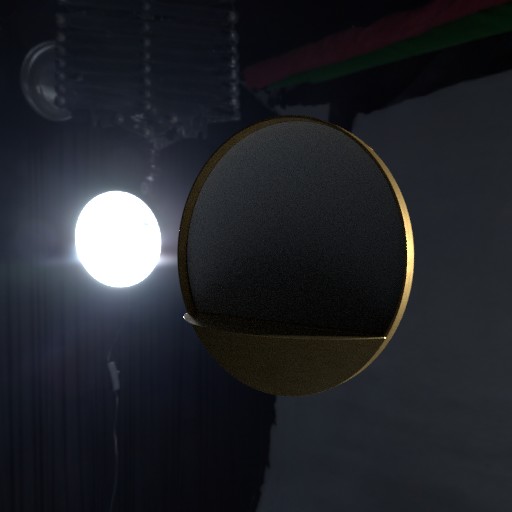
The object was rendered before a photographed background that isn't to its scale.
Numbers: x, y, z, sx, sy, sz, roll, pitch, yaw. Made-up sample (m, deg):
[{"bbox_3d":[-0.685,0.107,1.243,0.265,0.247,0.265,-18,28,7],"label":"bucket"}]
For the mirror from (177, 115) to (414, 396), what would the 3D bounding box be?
[{"bbox_3d":[0.000,0.000,0.704,0.457,0.457,0.133,0,0,38],"label":"mirror"}]
